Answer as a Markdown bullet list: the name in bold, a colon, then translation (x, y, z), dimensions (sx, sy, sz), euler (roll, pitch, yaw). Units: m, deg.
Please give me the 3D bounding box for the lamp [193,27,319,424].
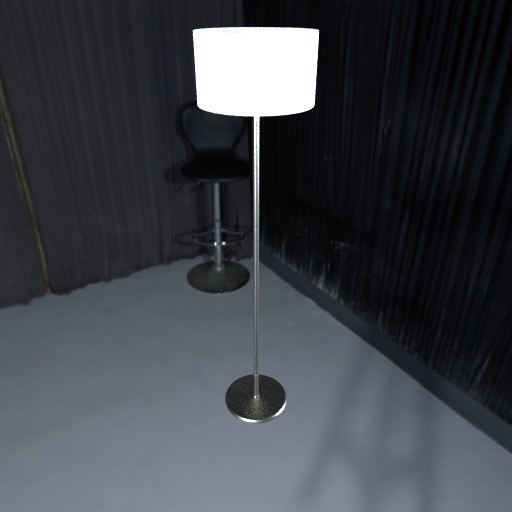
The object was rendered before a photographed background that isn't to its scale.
- **lamp**: translation (0.000, 0.000, 1.587), dimensions (0.347, 1.443, 0.347), euler (-18, 34, -29)
